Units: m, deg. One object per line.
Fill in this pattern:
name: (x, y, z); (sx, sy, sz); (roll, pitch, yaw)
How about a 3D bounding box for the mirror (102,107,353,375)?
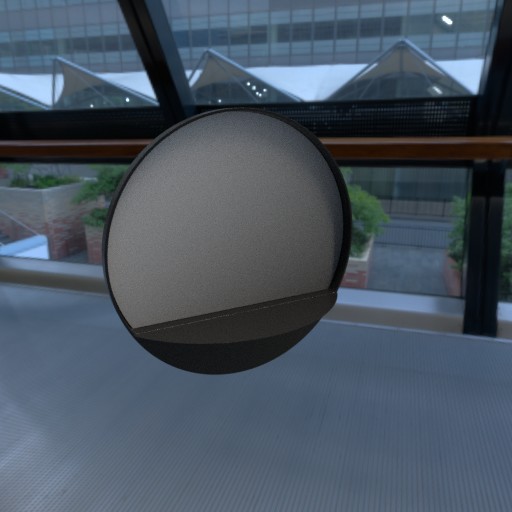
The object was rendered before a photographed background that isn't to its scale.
mirror: (0.000, 0.000, 0.716); (0.457, 0.457, 0.133); (-9, 19, -26)
